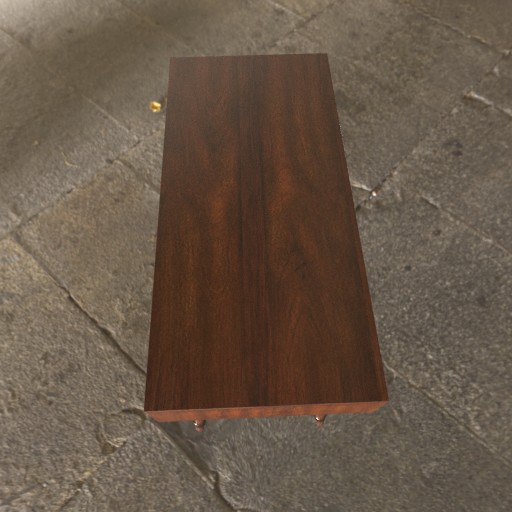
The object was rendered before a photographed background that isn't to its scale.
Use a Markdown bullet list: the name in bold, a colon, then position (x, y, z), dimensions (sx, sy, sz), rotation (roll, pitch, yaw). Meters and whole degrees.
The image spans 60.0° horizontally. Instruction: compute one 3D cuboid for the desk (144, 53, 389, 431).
- **desk**: position (0.000, 0.000, 2.149), dimensions (0.734, 1.031, 1.577), rotation (-2, 62, -1)
